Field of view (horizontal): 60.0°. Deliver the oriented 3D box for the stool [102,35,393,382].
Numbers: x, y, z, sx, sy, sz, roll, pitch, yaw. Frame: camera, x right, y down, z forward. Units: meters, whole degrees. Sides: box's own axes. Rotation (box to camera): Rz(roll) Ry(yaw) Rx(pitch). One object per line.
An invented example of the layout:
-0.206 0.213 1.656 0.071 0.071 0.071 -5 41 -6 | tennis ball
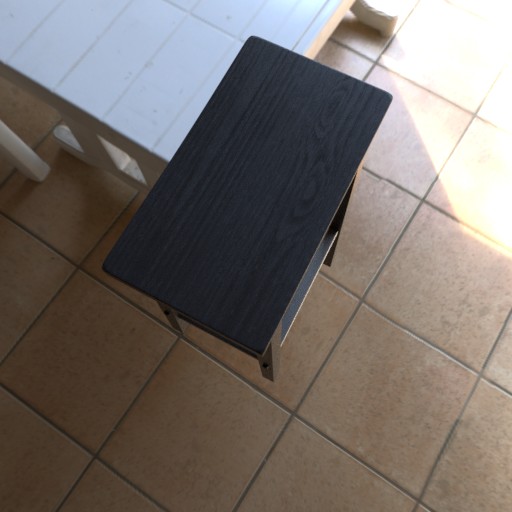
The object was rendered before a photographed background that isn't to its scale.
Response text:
0.000 0.000 0.942 0.322 0.742 0.406 27 75 8 | stool
